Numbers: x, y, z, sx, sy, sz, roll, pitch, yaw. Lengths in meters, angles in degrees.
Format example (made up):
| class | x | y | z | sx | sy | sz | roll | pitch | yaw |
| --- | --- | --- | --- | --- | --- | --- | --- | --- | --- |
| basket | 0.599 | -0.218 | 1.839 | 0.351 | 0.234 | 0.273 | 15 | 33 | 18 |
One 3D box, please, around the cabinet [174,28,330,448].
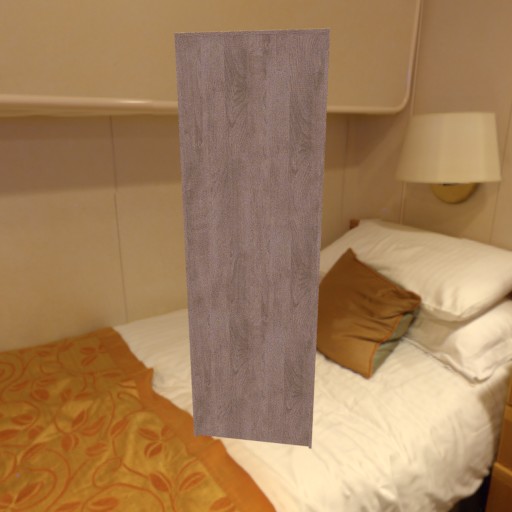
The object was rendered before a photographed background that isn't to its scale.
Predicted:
| class | x | y | z | sx | sy | sz | roll | pitch | yaw |
| --- | --- | --- | --- | --- | --- | --- | --- | --- | --- |
| cabinet | 0.000 | 0.000 | 1.817 | 0.520 | 1.630 | 0.250 | 3 | 17 | 8 |
